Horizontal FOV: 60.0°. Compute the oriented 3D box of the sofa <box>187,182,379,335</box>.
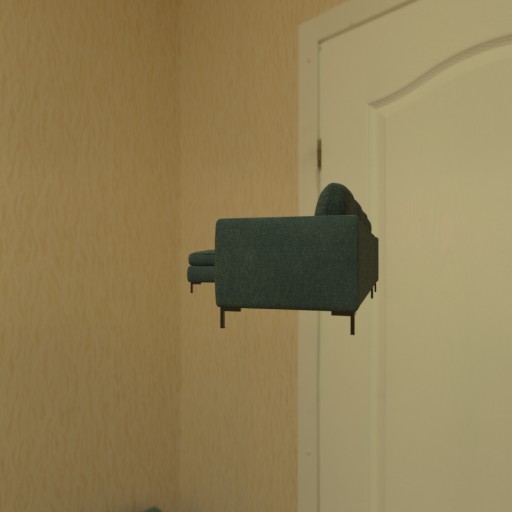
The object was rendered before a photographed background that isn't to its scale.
[{"bbox_3d":[0.000,0.000,3.935,2.007,0.815,2.949,0,0,17],"label":"sofa"}]
